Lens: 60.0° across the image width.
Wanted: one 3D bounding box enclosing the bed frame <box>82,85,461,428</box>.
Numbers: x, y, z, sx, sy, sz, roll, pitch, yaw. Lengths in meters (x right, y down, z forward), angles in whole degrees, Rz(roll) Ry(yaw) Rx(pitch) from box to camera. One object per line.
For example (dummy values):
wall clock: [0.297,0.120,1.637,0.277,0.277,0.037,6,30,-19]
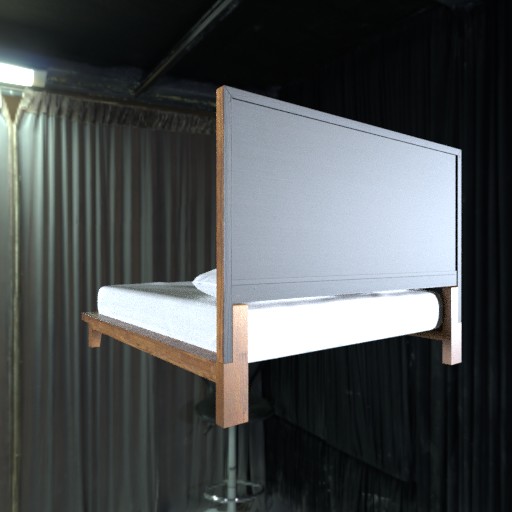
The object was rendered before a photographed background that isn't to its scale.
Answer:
bed frame: [0.000,0.000,3.488,2.038,1.537,2.235,0,0,-37]
